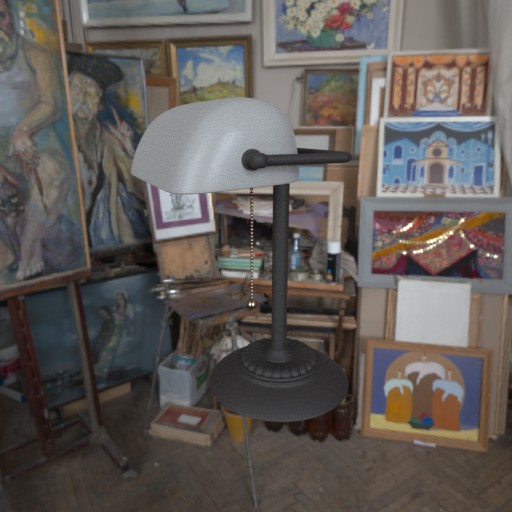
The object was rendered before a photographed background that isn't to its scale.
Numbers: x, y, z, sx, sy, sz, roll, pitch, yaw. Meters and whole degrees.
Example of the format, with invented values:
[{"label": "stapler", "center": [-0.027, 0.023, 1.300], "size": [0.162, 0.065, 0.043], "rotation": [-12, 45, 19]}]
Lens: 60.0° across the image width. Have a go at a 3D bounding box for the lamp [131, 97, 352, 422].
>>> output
[{"label": "lamp", "center": [0.000, 0.000, 0.515], "size": [0.243, 0.339, 0.264], "rotation": [-8, 18, -24]}]
